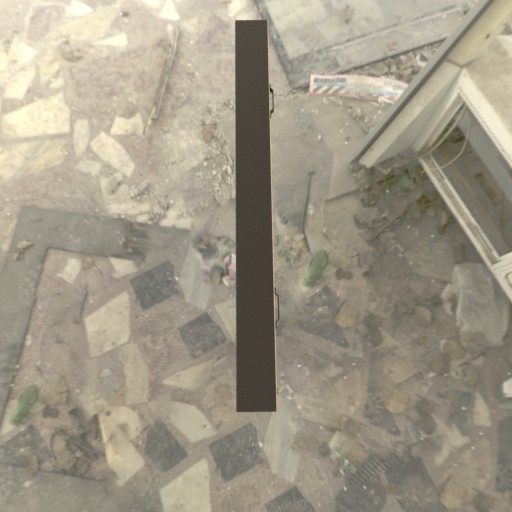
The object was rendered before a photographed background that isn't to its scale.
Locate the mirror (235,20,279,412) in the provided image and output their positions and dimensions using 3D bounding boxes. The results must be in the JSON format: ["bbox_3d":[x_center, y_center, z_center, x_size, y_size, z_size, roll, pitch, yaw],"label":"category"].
[{"bbox_3d":[0.000,0.000,0.682,0.041,0.509,0.406,-1,76,0],"label":"mirror"}]
